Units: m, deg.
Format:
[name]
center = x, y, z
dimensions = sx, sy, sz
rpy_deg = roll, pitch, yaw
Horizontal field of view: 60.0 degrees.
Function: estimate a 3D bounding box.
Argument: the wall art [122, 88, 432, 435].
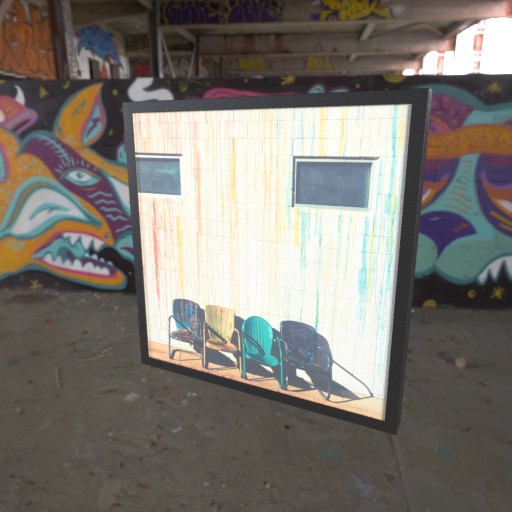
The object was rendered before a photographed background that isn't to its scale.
[wall art]
center = 0.000, 0.000, 0.748
dimensions = 0.506, 0.506, 0.037
rpy_deg = 7, 17, 26
